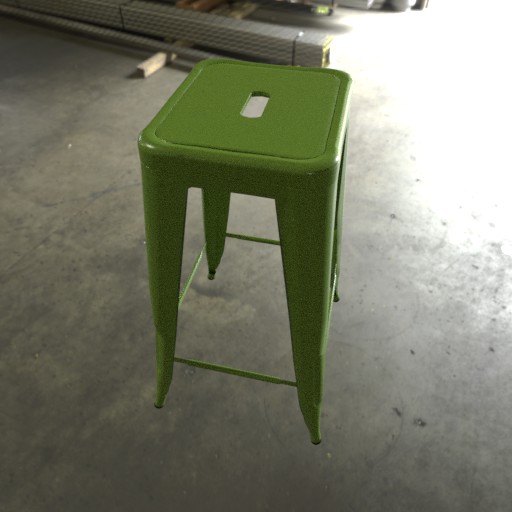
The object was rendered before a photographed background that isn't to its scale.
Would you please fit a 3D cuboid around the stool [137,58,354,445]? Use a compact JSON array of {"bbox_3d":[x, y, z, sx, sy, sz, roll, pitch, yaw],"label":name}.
[{"bbox_3d":[0.000,0.000,0.832,0.358,0.609,0.398,10,46,9],"label":"stool"}]
